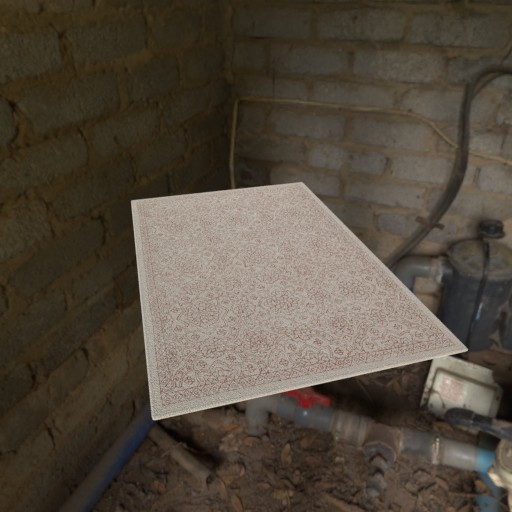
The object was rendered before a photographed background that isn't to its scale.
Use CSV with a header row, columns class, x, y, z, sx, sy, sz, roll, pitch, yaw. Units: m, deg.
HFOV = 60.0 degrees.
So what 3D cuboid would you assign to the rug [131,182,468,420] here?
class,x,y,z,sx,sy,sz,roll,pitch,yaw
rug,0.000,0.000,2.348,1.219,0.010,1.829,-8,32,-13
